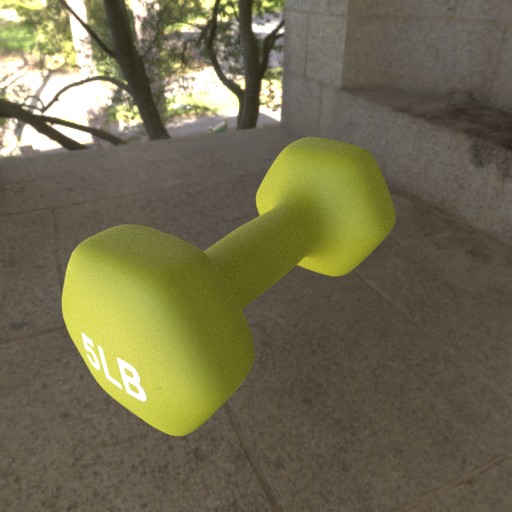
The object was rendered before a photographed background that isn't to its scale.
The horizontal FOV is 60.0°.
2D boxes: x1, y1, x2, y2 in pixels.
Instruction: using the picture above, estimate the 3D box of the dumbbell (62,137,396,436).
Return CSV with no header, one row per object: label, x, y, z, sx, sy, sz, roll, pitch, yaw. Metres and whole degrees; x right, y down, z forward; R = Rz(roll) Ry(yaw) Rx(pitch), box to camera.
dumbbell,0.000,0.000,0.202,0.080,0.072,0.164,22,38,31
